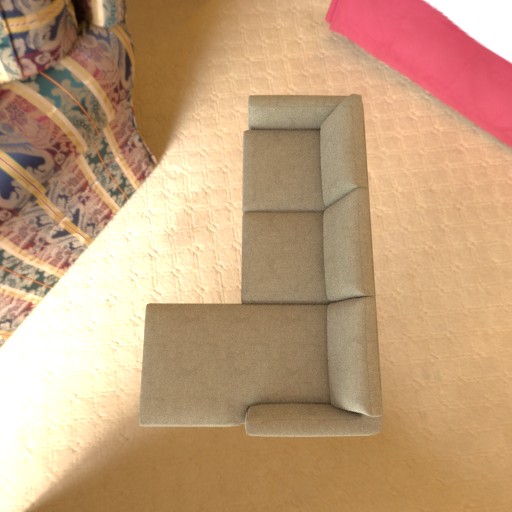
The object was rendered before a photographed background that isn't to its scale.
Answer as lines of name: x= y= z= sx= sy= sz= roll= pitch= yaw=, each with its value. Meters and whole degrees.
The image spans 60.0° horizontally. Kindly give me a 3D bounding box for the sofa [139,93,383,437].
sofa: x=0.000 y=0.000 z=3.262 sx=1.626 sy=0.864 sz=2.438 roll=0 pitch=76 yaw=0
